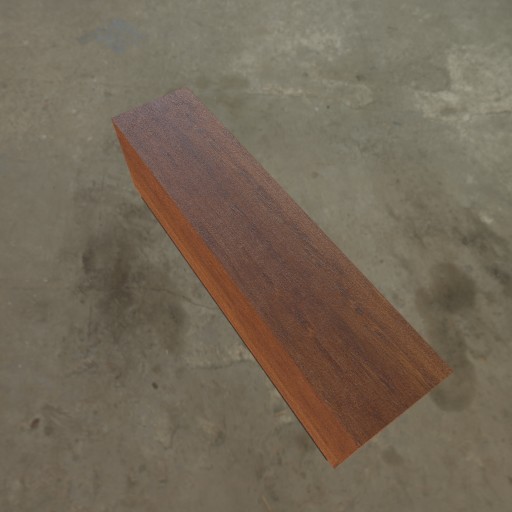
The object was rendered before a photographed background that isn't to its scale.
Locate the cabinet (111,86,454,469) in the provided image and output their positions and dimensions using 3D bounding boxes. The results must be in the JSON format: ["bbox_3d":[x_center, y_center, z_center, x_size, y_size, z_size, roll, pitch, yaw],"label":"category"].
[{"bbox_3d":[0.000,0.000,1.837,0.419,0.510,1.600,-30,63,-18],"label":"cabinet"}]
